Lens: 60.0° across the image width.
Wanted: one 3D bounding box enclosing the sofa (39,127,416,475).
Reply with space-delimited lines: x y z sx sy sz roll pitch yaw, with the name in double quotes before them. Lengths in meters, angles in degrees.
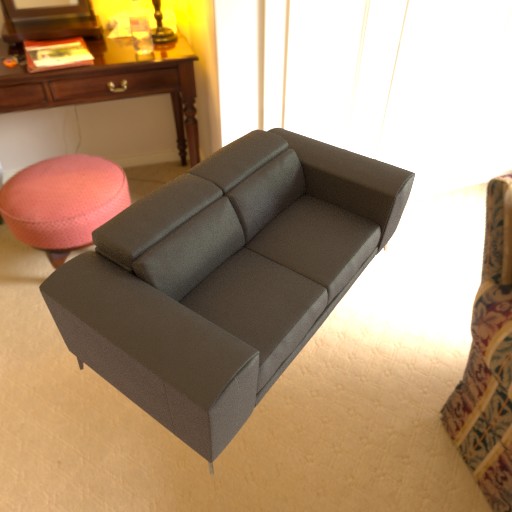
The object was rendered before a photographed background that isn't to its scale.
"sofa" 0.000 0.000 2.419 1.003 0.779 1.895 26 49 26
